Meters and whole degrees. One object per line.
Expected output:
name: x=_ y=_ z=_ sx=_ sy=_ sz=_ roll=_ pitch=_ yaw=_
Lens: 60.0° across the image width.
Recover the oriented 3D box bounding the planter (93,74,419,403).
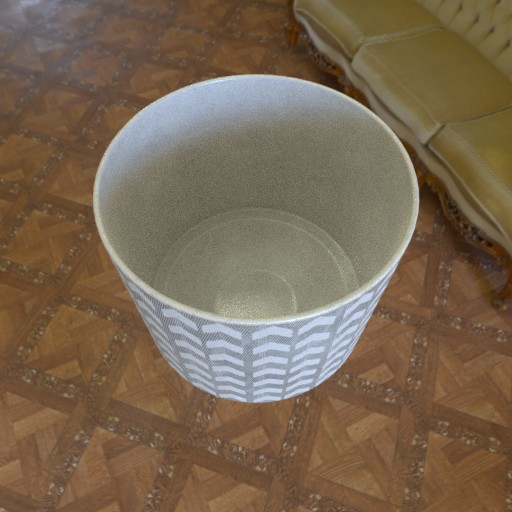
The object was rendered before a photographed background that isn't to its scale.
planter: x=0.000 y=0.000 z=0.446 sx=0.250 sy=0.239 sz=0.250 roll=0 pitch=58 yaw=0
